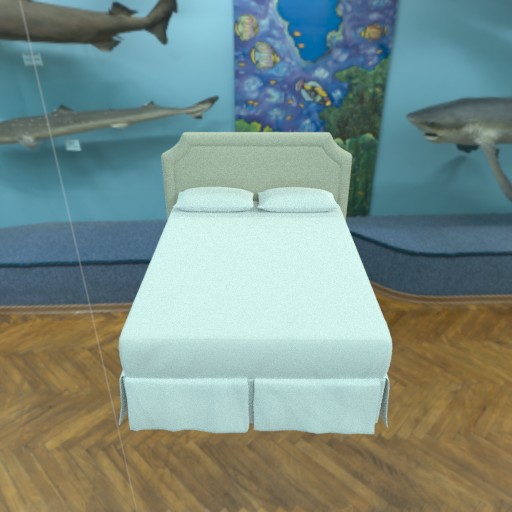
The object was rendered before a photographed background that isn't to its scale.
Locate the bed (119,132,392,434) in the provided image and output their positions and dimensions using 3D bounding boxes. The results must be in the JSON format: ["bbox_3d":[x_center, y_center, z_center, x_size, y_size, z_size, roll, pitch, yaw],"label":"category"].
[{"bbox_3d":[0.000,0.000,3.254,1.693,1.290,2.116,0,30,0],"label":"bed"}]
